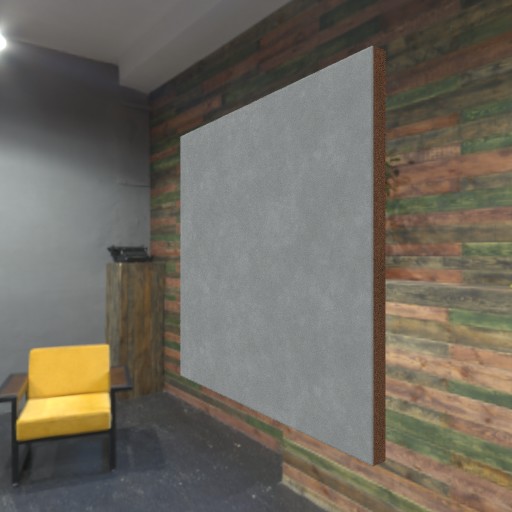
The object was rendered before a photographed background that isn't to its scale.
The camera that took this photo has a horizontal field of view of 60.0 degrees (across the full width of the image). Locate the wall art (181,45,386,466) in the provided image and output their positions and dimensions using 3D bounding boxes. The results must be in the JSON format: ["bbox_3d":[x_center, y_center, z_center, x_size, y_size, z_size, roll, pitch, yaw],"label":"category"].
[{"bbox_3d":[0.000,0.000,0.444,0.015,0.303,0.303,0,0,-36],"label":"wall art"}]
